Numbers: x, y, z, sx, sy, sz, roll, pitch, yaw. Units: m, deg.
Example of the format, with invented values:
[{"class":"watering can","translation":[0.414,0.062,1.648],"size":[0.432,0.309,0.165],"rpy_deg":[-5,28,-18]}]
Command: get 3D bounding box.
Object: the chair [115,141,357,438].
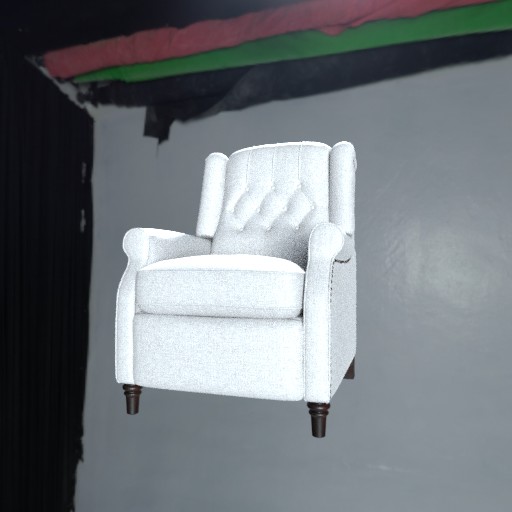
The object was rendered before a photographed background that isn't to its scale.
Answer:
[{"class":"chair","translation":[0.000,0.000,1.686],"size":[0.742,1.035,0.902],"rpy_deg":[0,-1,18]}]
